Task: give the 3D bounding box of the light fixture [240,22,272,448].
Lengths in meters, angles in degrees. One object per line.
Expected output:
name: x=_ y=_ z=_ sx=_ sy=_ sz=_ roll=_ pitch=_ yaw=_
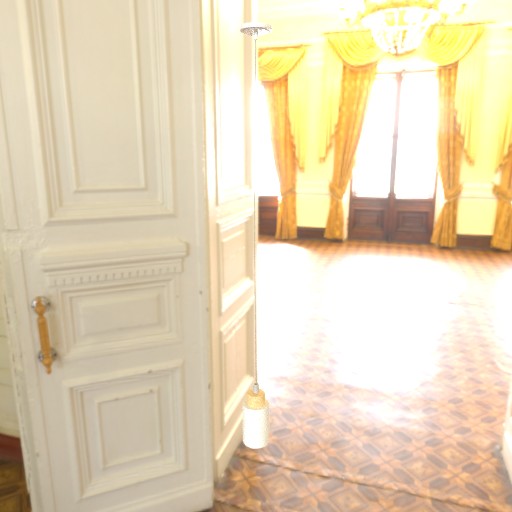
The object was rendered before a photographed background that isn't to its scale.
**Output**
light fixture: x=0.000 y=0.000 z=1.898 sx=0.125 sy=1.798 sz=0.125 roll=-7 pitch=15 yaw=-27
